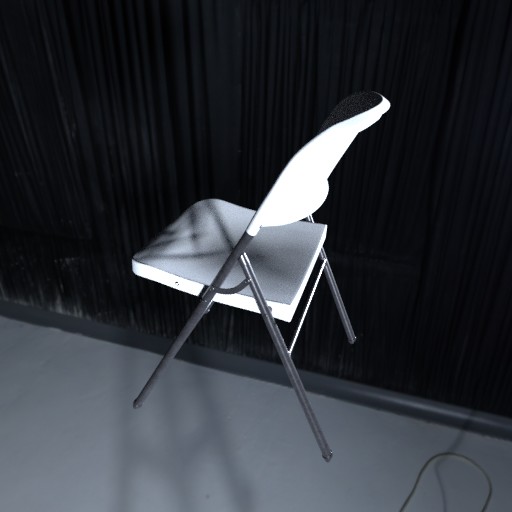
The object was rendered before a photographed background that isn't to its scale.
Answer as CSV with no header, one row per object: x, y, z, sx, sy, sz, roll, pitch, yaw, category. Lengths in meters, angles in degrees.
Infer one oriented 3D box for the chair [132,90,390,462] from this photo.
0.000,0.000,1.162,0.566,0.810,0.494,9,30,16,chair
